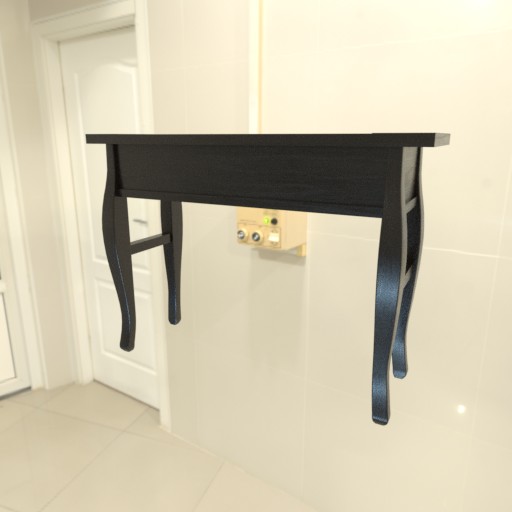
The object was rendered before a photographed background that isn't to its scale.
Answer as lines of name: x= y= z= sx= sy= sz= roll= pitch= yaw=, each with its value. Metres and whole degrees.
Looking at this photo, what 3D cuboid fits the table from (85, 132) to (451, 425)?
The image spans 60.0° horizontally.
table: x=0.000 y=0.000 z=1.446 sx=1.062 sy=0.768 sz=0.373 roll=8 pitch=17 yaw=27
